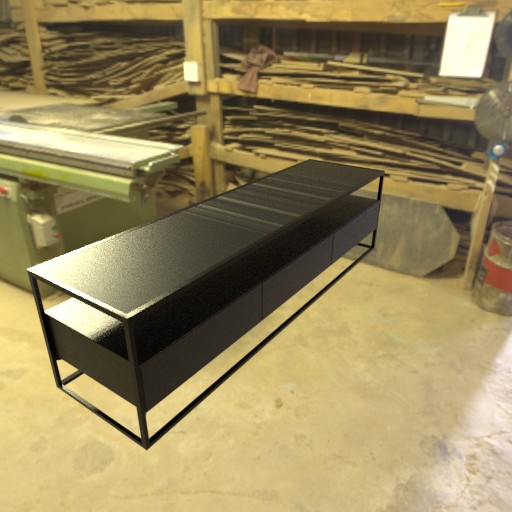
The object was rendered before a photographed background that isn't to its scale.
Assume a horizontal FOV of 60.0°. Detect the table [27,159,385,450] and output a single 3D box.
[{"bbox_3d":[0.000,0.000,1.675,0.399,0.395,1.486,17,31,32],"label":"table"}]
